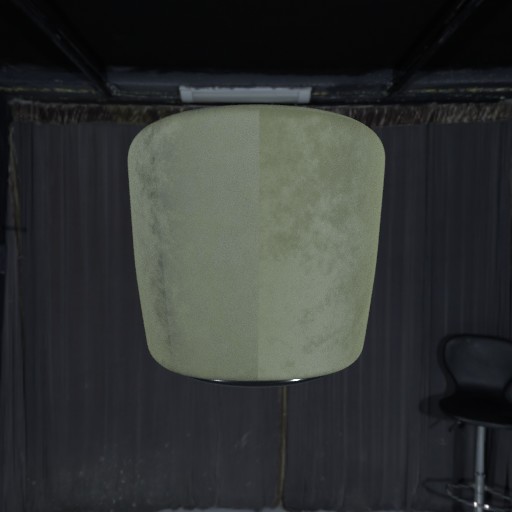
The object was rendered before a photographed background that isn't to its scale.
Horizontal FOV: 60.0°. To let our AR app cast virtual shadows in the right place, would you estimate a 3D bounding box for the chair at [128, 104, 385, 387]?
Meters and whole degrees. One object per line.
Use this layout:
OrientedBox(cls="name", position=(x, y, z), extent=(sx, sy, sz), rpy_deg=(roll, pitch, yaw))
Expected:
OrientedBox(cls="chair", position=(0.000, 0.000, 1.354), extent=(0.773, 0.698, 0.767), rpy_deg=(0, 1, -1))
